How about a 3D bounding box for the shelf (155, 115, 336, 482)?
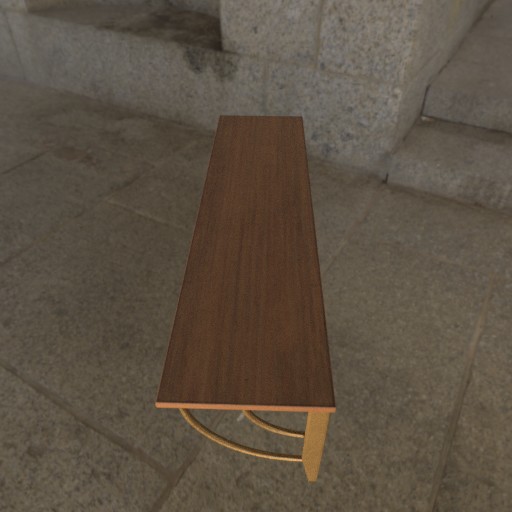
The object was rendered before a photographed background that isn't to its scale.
[{"bbox_3d":[0.000,0.000,0.706,0.166,0.190,0.636,1,41,1],"label":"shelf"}]
